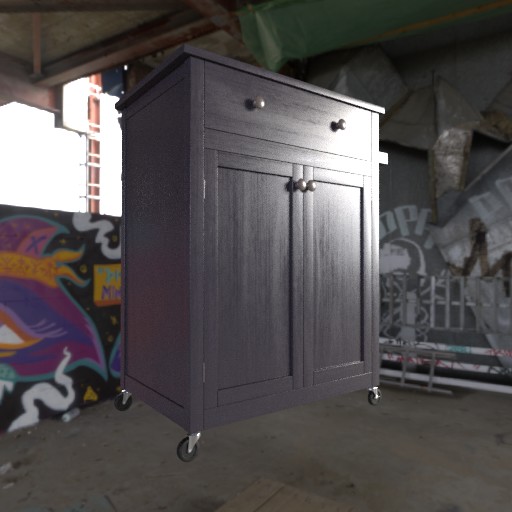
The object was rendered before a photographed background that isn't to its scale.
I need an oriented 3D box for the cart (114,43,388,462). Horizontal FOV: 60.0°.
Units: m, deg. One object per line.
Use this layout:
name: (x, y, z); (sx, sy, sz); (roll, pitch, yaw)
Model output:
cart: (0.000, 0.000, 1.292); (0.690, 0.878, 0.449); (1, -1, -36)
